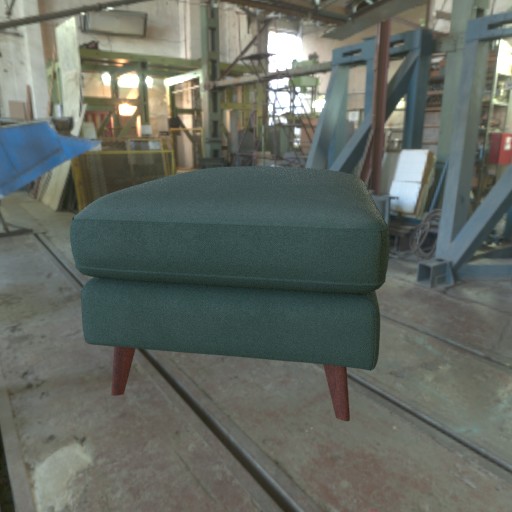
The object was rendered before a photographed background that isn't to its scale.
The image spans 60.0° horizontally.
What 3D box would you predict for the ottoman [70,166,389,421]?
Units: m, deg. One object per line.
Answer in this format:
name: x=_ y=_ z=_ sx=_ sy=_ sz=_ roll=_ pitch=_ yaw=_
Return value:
ottoman: x=0.000 y=0.000 z=1.183 sx=0.608 sy=0.449 sz=0.811 roll=3 pitch=15 yaw=10
